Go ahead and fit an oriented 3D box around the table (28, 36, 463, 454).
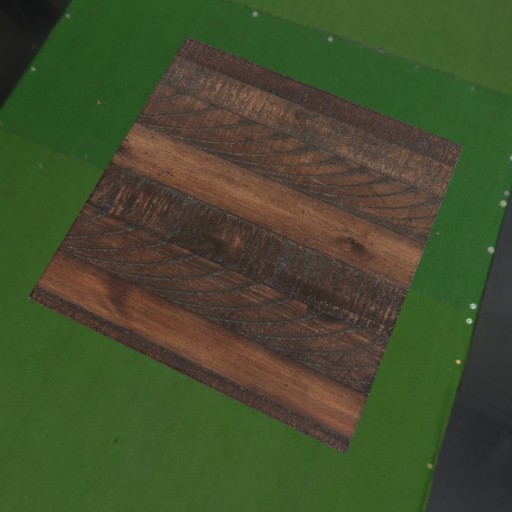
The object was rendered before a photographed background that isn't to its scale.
[{"bbox_3d":[0.000,0.000,0.976,0.548,0.482,0.553,24,76,6],"label":"table"}]
